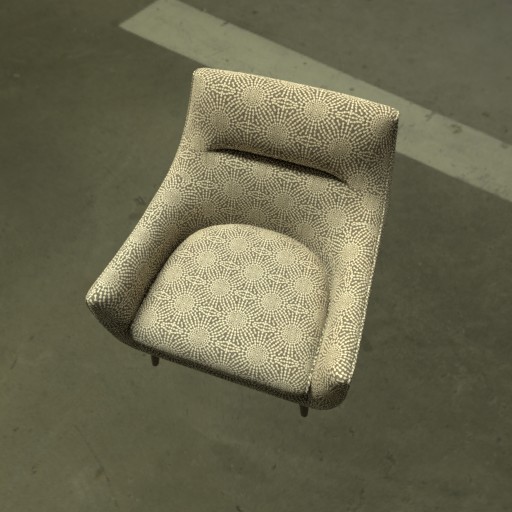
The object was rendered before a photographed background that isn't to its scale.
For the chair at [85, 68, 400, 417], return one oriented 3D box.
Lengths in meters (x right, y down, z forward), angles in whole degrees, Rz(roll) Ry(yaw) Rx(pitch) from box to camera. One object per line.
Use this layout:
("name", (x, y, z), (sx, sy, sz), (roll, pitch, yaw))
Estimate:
("chair", (0.000, 0.000, 1.468), (0.762, 0.838, 0.787), (16, 59, 10))
